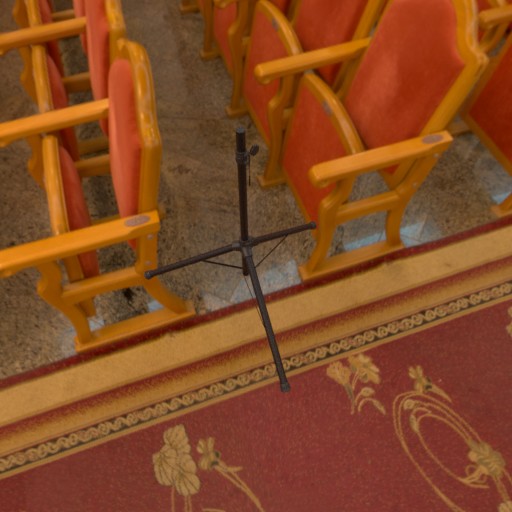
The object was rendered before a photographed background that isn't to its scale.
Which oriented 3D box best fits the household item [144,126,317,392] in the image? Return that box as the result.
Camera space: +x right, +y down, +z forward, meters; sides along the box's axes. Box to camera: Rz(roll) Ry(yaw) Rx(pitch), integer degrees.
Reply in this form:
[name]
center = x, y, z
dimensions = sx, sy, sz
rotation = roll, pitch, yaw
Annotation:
[household item]
center = 0.000, 0.000, 1.897
dimensions = 1.045, 1.136, 0.907
rotation = -16, 59, -10
